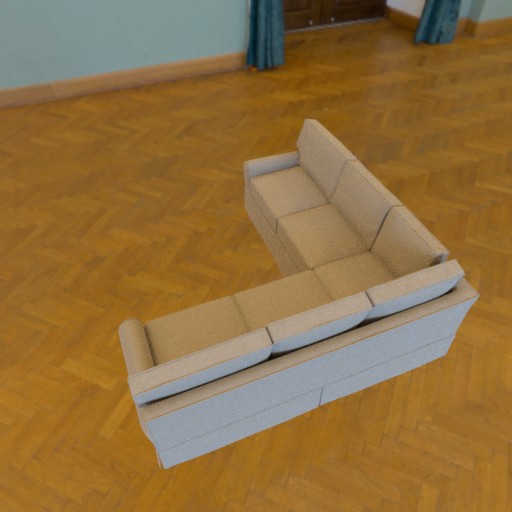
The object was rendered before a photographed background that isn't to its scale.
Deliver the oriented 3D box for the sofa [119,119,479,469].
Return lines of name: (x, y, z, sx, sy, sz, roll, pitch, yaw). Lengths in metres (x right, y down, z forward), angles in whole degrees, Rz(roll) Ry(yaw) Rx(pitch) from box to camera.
sofa: (0.000, 0.000, 4.223, 2.733, 1.124, 2.730, -17, 49, -15)
